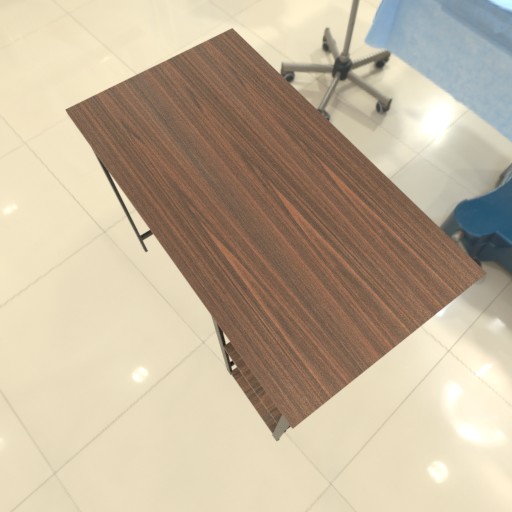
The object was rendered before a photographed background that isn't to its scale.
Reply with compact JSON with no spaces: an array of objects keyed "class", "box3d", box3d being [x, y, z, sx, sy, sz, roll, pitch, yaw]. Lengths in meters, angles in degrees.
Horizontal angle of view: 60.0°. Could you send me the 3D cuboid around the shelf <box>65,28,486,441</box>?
[{"class":"shelf","box3d":[0.000,0.000,1.328,0.498,0.750,0.902,-33,69,-15]}]
